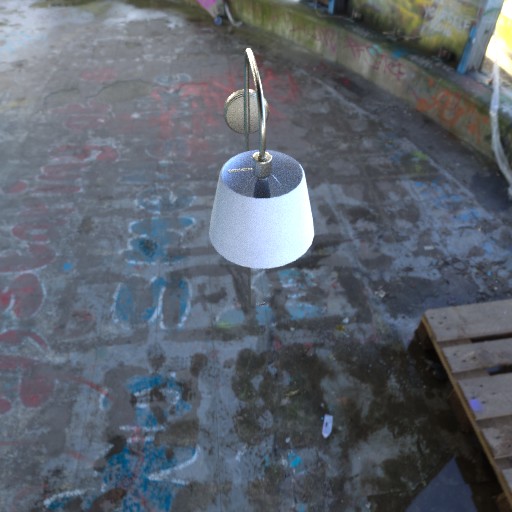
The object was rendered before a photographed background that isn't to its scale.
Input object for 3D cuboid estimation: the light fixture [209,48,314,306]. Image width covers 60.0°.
[{"bbox_3d":[0.000,0.000,0.476,0.092,0.399,0.176,-5,47,-5],"label":"light fixture"}]
